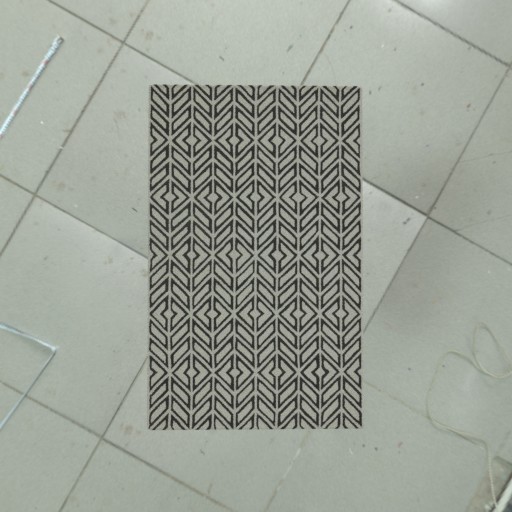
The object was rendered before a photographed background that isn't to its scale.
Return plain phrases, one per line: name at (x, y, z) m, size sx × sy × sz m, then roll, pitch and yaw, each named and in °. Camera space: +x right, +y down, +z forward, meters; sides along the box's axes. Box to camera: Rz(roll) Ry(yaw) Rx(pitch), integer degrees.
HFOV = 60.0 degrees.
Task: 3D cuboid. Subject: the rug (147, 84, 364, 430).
rug at (0.000, 0.000, 3.140) m, size 1.523 × 0.008 × 2.438 m, roll 0°, pitch 89°, yaw -1°
